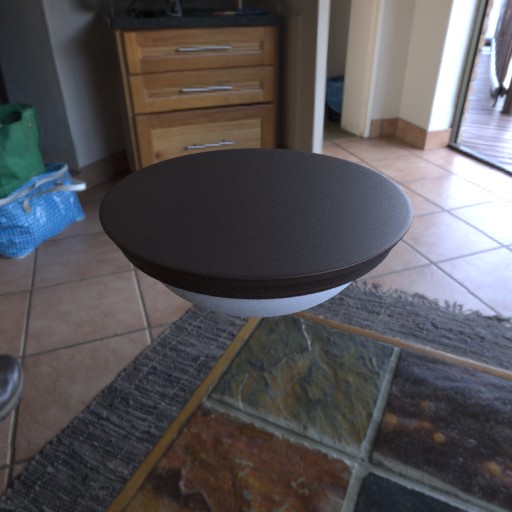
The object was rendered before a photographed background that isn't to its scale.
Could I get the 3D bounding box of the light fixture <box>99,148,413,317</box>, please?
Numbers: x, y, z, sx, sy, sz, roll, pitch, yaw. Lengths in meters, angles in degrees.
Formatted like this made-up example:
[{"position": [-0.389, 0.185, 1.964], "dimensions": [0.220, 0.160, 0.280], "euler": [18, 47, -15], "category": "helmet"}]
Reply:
[{"position": [0.000, 0.000, 0.446], "dimensions": [0.280, 0.135, 0.280], "euler": [0, 31, 0], "category": "light fixture"}]
